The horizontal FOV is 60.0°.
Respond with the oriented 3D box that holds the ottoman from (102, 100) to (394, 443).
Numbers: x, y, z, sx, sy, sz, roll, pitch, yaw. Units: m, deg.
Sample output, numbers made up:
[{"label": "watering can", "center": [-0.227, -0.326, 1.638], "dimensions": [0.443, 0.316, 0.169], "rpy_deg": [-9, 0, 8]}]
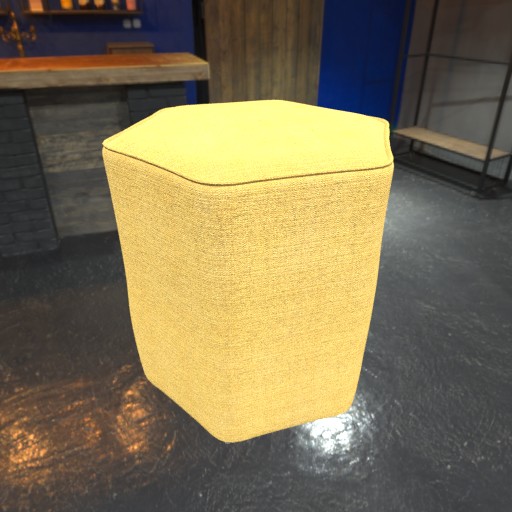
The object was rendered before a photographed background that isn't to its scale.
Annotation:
[{"label": "ottoman", "center": [0.000, 0.000, 0.853], "dimensions": [0.494, 0.502, 0.443], "rpy_deg": [-9, 32, -15]}]
